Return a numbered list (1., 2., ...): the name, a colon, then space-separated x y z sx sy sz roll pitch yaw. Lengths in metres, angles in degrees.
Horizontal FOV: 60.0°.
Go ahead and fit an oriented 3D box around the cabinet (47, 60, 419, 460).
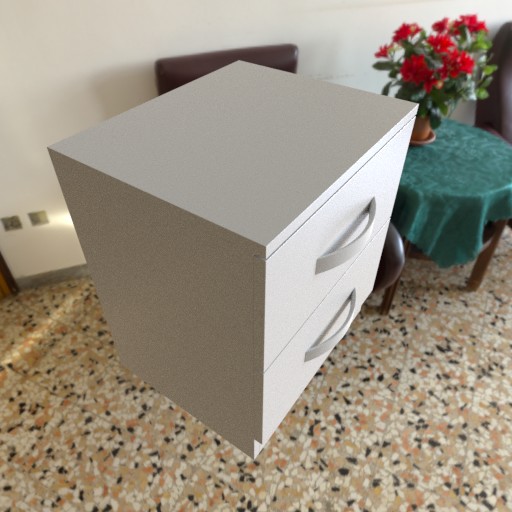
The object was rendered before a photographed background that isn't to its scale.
1. cabinet: 0.000 0.000 0.756 0.360 0.470 0.400 25 47 26
